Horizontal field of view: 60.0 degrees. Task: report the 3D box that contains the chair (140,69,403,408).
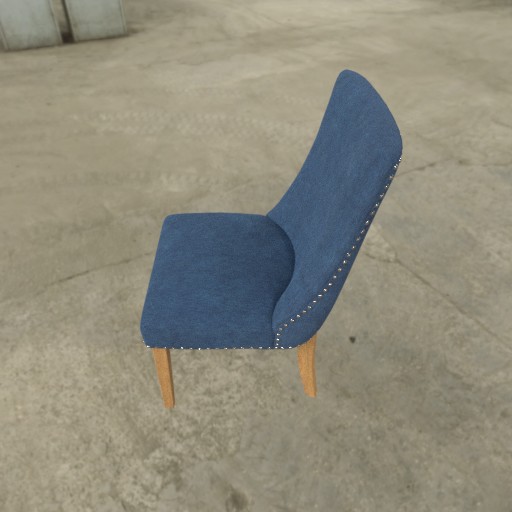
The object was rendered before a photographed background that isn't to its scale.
[{"bbox_3d":[0.000,0.000,1.279,0.610,0.902,0.495,-1,42,-1],"label":"chair"}]
